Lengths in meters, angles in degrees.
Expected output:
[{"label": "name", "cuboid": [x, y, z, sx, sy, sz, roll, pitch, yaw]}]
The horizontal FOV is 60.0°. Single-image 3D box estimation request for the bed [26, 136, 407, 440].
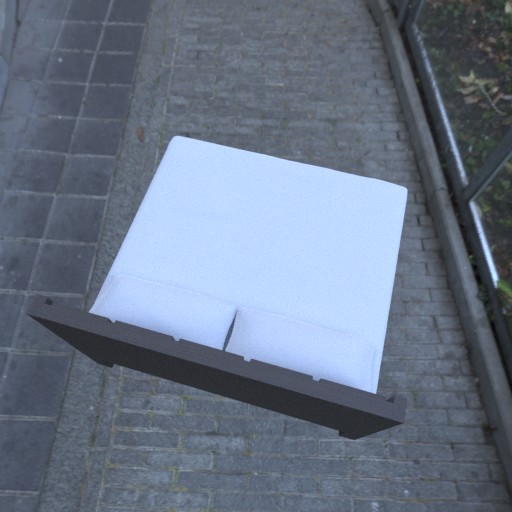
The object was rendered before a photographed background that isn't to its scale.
[{"label": "bed", "cuboid": [0.000, 0.000, 3.375, 2.134, 1.270, 2.012, 14, 65, 7]}]
